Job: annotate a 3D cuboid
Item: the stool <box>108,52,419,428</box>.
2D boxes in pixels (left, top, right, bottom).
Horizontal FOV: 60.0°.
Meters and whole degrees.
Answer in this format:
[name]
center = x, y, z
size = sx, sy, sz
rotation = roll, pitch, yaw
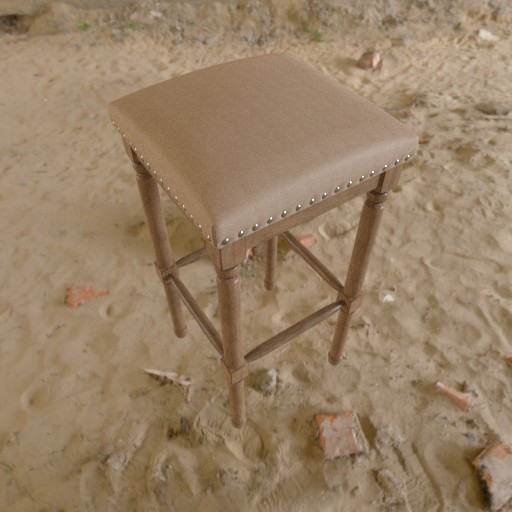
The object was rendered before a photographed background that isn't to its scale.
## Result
[stool]
center = 0.000, 0.000, 0.983
size = 0.383, 0.768, 0.382
rotation = -26, 53, -22
